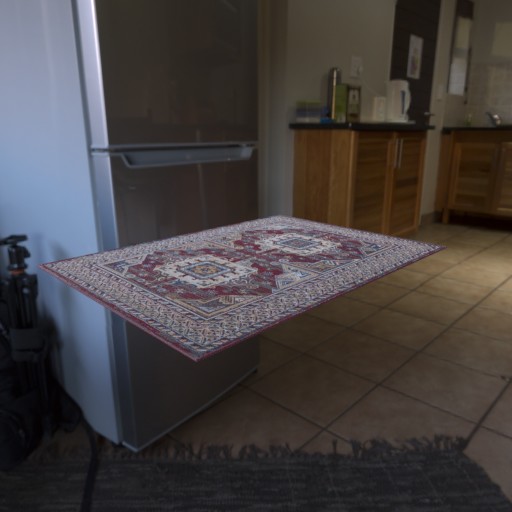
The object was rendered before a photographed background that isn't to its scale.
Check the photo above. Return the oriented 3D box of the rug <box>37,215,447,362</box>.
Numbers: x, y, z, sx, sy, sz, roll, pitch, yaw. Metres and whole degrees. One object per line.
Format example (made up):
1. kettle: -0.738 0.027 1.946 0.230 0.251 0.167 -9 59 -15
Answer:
1. rug: 0.000 0.000 2.929 2.210 0.011 1.599 -16 23 -42
